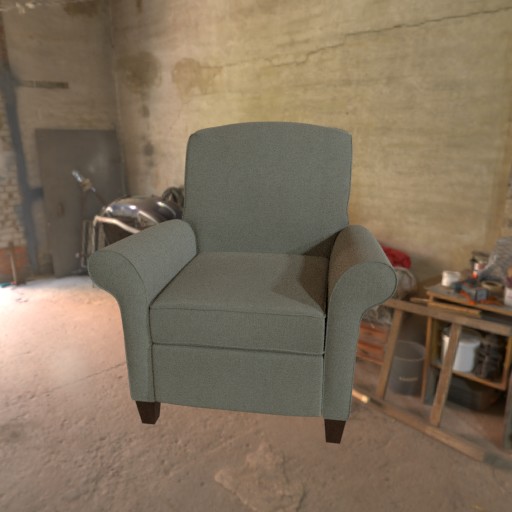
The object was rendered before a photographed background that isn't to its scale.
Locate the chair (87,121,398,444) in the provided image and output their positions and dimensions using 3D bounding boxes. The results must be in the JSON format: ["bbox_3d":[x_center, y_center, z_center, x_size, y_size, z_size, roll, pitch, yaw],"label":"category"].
[{"bbox_3d":[0.000,0.000,1.795,0.978,1.061,0.905,2,16,9],"label":"chair"}]
